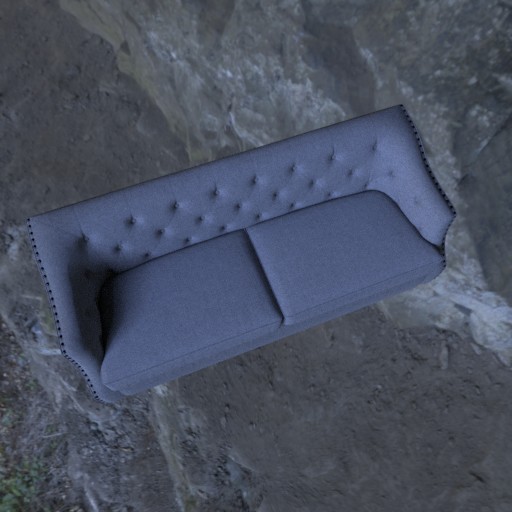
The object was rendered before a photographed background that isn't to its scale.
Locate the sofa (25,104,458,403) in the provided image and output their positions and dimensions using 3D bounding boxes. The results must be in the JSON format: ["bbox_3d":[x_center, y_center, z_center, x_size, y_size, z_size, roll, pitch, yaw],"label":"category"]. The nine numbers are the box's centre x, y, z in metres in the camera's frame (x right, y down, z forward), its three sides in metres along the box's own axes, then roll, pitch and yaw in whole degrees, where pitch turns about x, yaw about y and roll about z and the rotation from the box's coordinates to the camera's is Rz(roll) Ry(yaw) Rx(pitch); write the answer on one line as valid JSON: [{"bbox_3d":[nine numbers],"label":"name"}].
[{"bbox_3d":[0.000,0.000,2.652,2.235,0.901,0.914,-19,66,-9],"label":"sofa"}]
